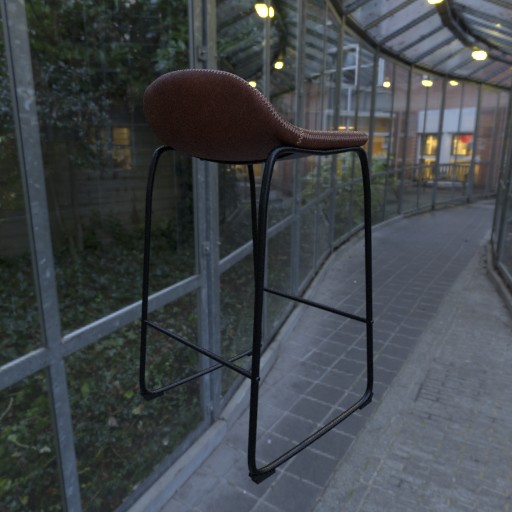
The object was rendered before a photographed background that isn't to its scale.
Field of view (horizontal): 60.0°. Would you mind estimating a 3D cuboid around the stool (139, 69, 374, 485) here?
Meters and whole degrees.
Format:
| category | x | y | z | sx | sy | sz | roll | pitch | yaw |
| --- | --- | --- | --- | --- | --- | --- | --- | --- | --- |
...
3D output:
| category | x | y | z | sx | sy | sz | roll | pitch | yaw |
| --- | --- | --- | --- | --- | --- | --- | --- | --- | --- |
| stool | 0.000 | 0.000 | 1.129 | 0.473 | 0.830 | 0.454 | -13 | 19 | -43 |
